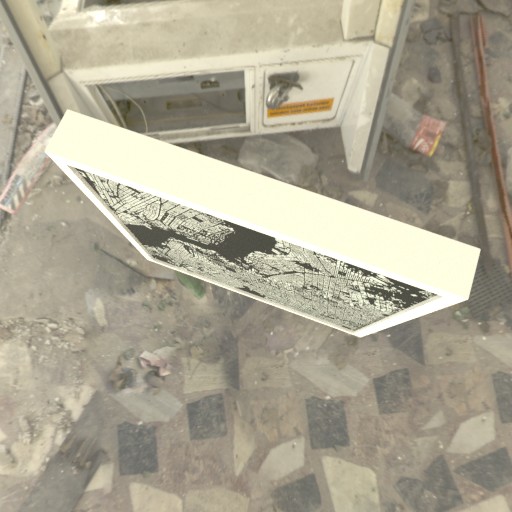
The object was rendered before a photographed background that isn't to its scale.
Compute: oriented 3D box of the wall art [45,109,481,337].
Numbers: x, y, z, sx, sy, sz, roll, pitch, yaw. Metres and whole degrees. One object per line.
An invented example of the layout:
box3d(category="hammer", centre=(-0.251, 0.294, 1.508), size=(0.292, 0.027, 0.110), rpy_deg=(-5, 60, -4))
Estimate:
box3d(category="wall art", centre=(0.000, 0.000, 0.451), size=(0.305, 0.305, 0.037), rpy_deg=(20, 76, 5))
